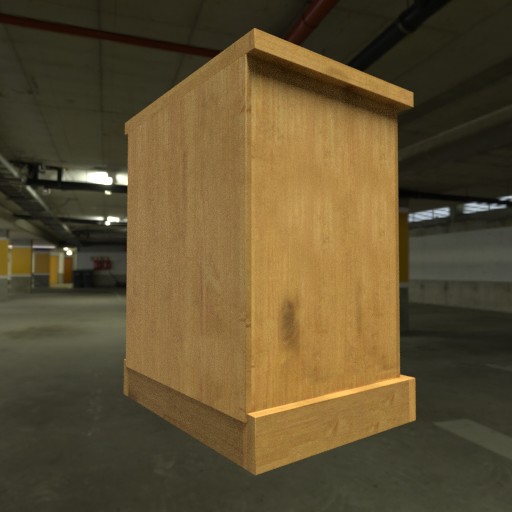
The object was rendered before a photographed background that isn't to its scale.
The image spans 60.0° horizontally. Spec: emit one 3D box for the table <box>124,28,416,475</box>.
[{"bbox_3d":[0.000,0.000,1.216,0.500,0.813,0.660,1,-2,-37],"label":"table"}]
